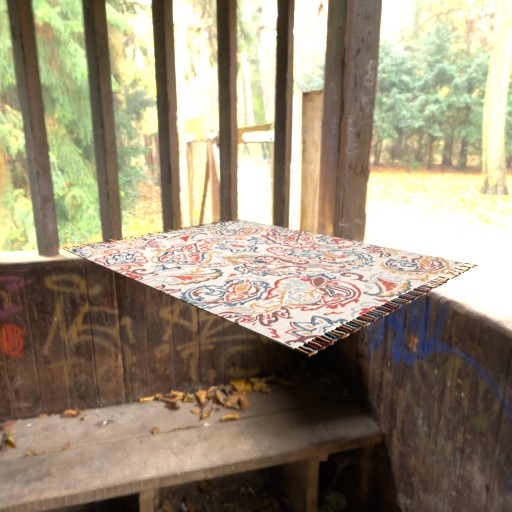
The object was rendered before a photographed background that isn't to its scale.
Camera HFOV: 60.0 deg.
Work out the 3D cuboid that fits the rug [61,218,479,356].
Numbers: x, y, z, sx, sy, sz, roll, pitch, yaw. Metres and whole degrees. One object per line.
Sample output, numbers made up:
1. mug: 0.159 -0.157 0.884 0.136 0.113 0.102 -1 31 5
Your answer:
1. rug: 0.000 0.000 4.300 2.439 0.015 3.274 -15 21 -43
